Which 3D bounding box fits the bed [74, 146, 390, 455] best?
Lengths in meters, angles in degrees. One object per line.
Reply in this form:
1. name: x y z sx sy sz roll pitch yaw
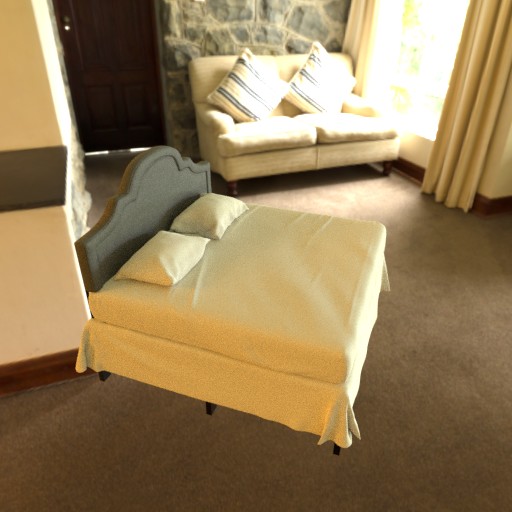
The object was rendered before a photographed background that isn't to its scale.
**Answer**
1. bed: 0.000 0.000 3.758 2.222 1.631 2.303 11 32 18
